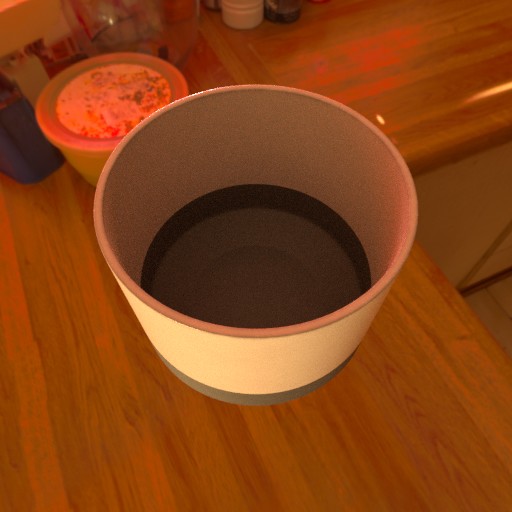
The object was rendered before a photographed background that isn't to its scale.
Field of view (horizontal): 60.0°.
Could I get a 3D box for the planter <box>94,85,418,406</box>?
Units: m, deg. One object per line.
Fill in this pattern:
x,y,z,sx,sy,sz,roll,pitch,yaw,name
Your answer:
0.000,0.000,0.222,0.128,0.105,0.128,0,58,0,planter
